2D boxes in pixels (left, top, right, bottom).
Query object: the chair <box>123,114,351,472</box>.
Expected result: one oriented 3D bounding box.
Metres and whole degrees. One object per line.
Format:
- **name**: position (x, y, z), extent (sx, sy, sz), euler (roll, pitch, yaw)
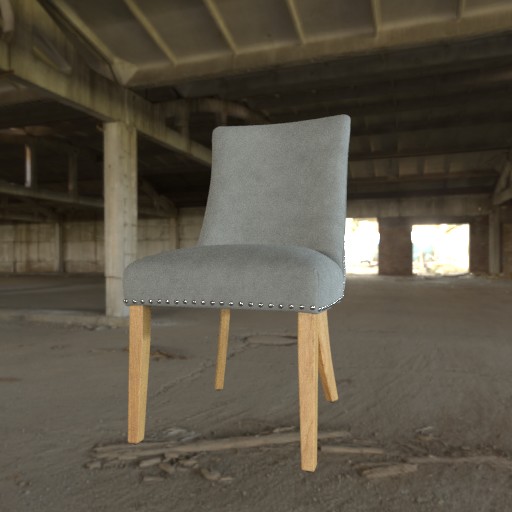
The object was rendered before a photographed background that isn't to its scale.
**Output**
- **chair**: position (0.000, 0.000, 1.260), extent (0.495, 0.902, 0.610), euler (0, 0, 19)
